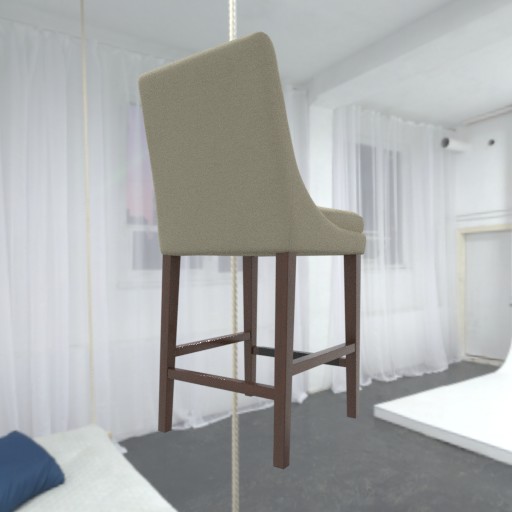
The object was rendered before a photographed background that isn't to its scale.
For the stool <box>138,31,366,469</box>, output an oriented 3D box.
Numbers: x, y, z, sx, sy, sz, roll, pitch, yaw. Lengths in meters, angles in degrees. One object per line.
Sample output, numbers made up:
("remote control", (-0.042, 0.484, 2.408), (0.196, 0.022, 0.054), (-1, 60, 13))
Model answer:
("stool", (0.000, 0.000, 1.285), (0.470, 0.981, 0.577), (-1, -2, 35))
